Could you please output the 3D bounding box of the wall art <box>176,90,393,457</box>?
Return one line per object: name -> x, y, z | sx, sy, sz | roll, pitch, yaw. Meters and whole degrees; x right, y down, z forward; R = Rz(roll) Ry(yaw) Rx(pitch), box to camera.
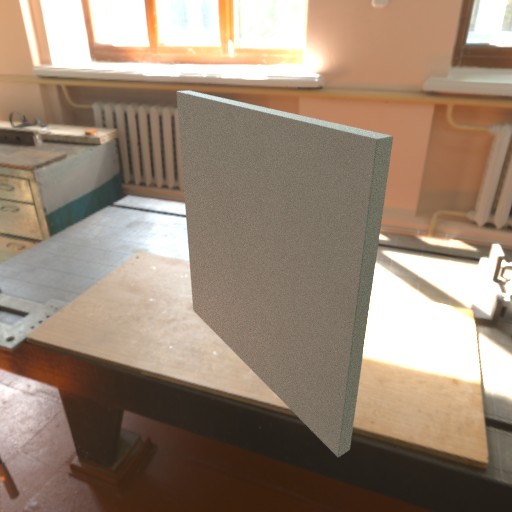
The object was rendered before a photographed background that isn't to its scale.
wall art -> 0.000, 0.000, 1.187 | 0.040, 0.762, 0.762 | -17, 32, -30
